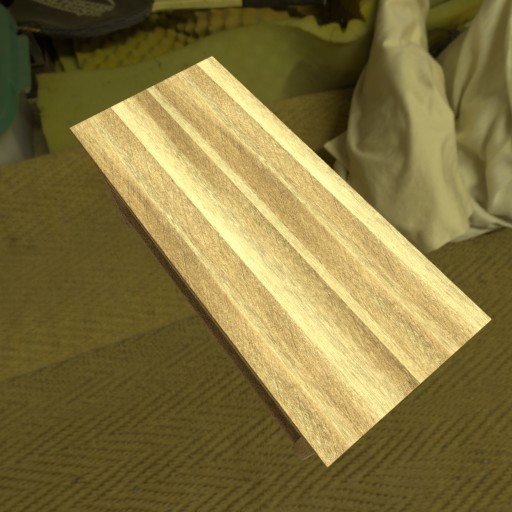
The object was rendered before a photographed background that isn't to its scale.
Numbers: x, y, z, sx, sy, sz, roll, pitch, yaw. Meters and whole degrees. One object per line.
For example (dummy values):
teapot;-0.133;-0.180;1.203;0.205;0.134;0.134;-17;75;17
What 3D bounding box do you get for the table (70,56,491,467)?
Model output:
table;0.000;0.000;1.338;0.493;0.480;1.095;-34;68;-16
